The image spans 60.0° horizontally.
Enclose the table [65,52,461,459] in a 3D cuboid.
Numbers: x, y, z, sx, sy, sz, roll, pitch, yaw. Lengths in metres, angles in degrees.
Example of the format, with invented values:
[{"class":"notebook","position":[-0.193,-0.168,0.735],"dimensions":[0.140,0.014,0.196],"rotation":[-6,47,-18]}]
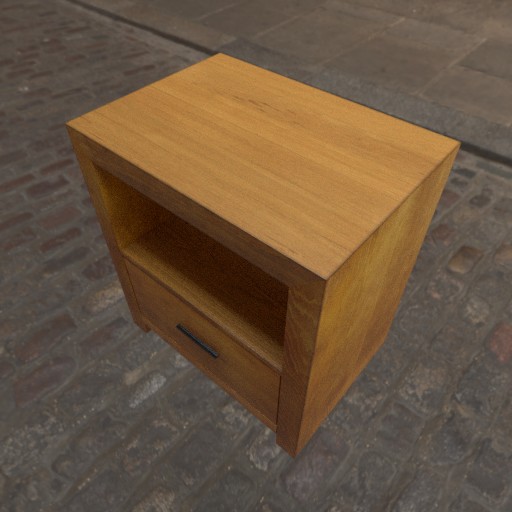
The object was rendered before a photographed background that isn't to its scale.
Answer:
[{"class":"table","position":[0.000,0.000,0.969],"dimensions":[0.550,0.605,0.400],"rotation":[32,54,26]}]
